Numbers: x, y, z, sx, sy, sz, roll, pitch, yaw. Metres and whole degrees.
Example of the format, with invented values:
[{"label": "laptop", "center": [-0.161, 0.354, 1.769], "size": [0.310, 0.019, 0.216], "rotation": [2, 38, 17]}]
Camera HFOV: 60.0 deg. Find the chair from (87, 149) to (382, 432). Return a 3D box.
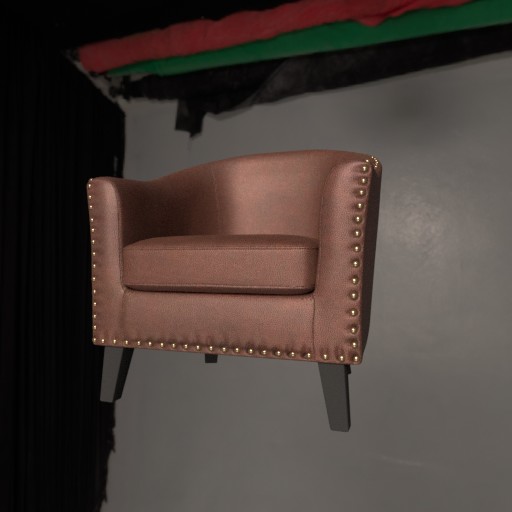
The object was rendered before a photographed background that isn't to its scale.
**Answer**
[{"label": "chair", "center": [0.000, 0.000, 1.447], "size": [0.794, 0.823, 0.748], "rotation": [0, 0, 19]}]
